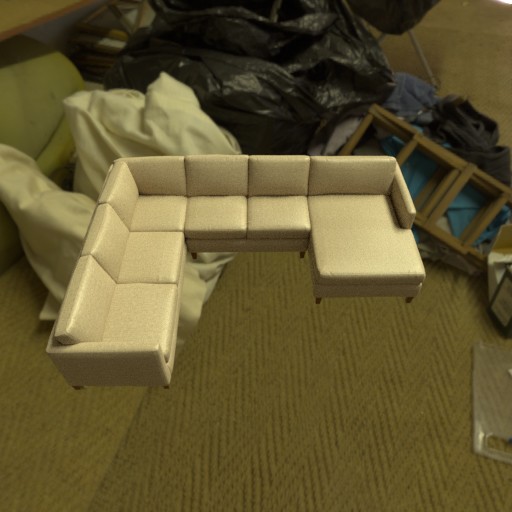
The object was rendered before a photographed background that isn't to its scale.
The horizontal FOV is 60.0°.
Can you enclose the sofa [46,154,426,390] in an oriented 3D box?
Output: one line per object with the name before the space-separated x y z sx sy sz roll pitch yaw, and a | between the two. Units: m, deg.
sofa | 0.000 0.000 4.620 3.460 0.961 2.594 0 48 0
